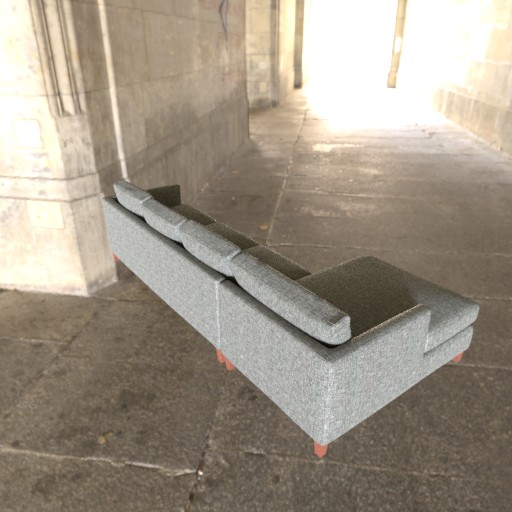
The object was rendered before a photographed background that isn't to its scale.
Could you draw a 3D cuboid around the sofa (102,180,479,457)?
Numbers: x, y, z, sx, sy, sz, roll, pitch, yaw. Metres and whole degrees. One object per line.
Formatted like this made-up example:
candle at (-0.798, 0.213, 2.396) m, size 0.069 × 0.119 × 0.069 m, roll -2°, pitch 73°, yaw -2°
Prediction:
sofa at (0.000, 0.000, 4.083) m, size 1.635 × 0.960 × 3.485 m, roll -18°, pitch 31°, yaw -33°
